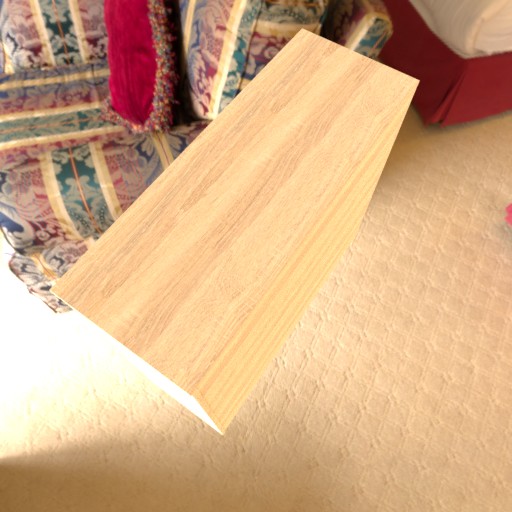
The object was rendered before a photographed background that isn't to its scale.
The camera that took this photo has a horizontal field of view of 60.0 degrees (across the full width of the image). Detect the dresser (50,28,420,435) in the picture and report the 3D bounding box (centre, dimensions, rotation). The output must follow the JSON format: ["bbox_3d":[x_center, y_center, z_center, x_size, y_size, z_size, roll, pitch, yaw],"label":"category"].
[{"bbox_3d":[0.000,0.000,1.446,0.380,0.900,0.980,32,68,15],"label":"dresser"}]
